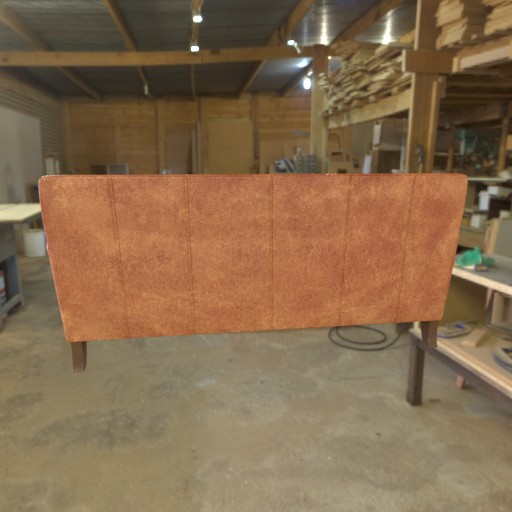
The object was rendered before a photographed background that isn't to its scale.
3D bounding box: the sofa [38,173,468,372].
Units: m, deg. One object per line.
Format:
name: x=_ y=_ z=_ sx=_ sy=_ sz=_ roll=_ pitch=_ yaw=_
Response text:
sofa: x=0.000 y=0.000 z=2.545 sx=2.053 sy=0.947 sz=0.805 roll=-2 pitch=12 yaw=-9
